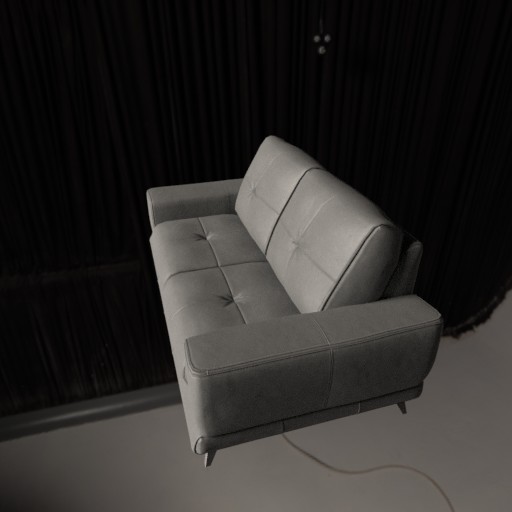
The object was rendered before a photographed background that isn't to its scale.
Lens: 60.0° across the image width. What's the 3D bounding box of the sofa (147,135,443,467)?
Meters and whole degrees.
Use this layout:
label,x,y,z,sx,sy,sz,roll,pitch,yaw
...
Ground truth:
label,x,y,z,sx,sy,sz,roll,pitch,yaw
sofa,0.000,0.000,2.347,1.018,0.907,1.806,-9,31,-15
